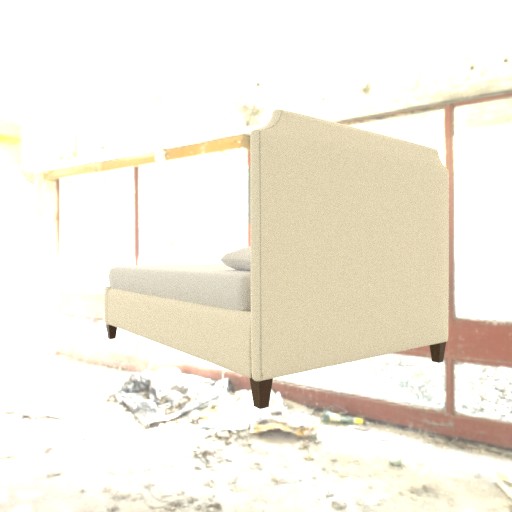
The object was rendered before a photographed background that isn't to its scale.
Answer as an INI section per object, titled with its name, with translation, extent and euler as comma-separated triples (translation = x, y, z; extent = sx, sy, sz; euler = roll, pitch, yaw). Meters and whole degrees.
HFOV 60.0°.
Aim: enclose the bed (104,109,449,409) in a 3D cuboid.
[bed]
translation = 0.000, 0.000, 3.561
extent = 1.712, 1.497, 2.372
euler = 0, 0, -37
